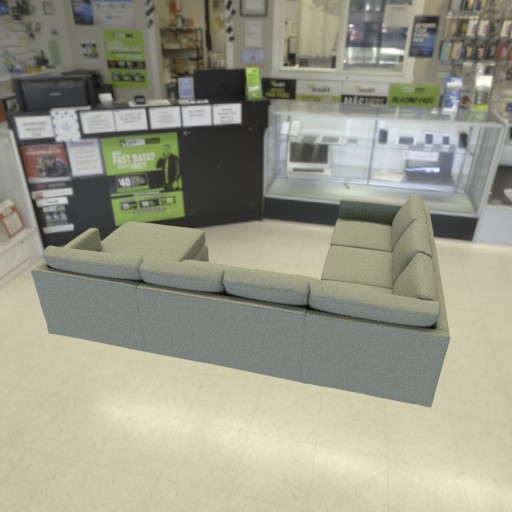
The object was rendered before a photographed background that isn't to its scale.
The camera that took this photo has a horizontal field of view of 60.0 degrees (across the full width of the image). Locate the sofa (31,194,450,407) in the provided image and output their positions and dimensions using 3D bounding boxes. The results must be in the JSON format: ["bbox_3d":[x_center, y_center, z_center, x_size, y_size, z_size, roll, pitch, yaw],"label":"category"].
[{"bbox_3d":[0.000,0.000,4.588,3.460,0.882,2.427,8,30,13],"label":"sofa"}]
